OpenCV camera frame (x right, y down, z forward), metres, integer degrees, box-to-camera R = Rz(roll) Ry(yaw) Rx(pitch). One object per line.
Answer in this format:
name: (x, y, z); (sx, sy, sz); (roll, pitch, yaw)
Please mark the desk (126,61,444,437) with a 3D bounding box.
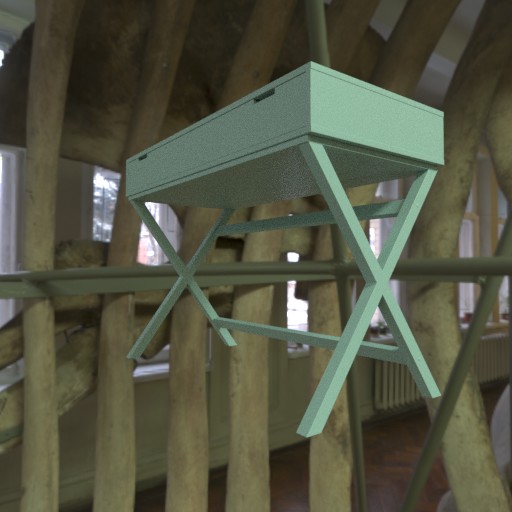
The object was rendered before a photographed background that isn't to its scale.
desk: (0.000, 0.000, 1.486); (0.509, 0.780, 1.059); (1, -2, -37)
